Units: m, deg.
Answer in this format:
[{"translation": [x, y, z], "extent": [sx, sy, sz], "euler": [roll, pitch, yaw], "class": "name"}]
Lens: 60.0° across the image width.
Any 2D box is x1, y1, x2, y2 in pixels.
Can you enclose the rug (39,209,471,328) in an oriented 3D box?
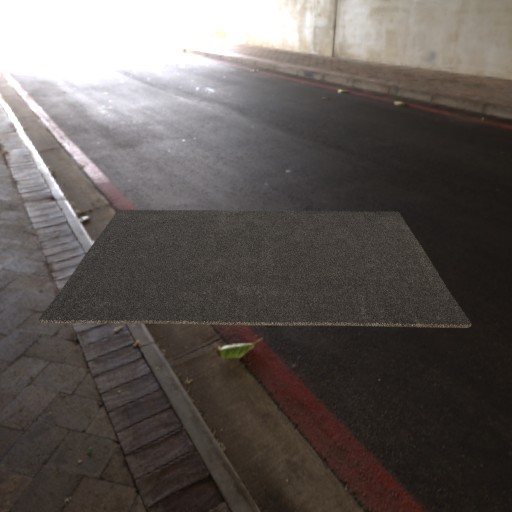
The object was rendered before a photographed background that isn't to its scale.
[{"translation": [0.000, 0.000, 3.052], "extent": [2.350, 0.025, 1.502], "euler": [0, 29, 1], "class": "rug"}]
